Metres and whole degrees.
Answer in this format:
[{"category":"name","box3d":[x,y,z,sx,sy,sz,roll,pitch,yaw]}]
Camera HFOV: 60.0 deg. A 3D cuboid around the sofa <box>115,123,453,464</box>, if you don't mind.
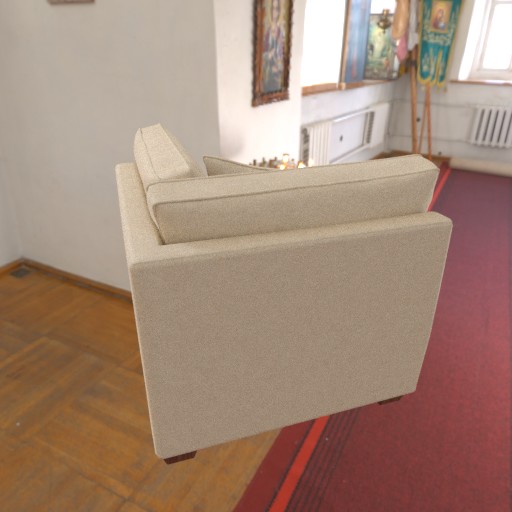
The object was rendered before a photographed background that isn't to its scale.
[{"category":"sofa","box3d":[0.000,0.000,1.953,1.084,1.002,1.146,-8,27,-16]}]
